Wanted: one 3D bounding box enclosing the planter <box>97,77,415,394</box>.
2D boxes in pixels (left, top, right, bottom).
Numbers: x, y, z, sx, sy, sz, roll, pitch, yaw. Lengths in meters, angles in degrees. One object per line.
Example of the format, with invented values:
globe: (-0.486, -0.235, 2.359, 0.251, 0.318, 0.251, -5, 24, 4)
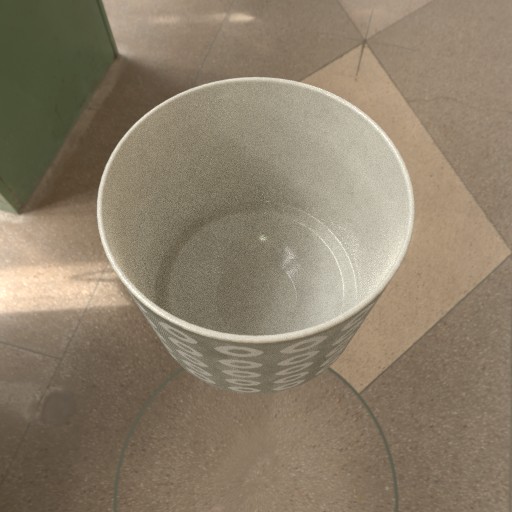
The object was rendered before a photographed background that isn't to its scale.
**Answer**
planter: (0.000, 0.000, 0.348, 0.190, 0.181, 0.190, 0, 63, 0)
